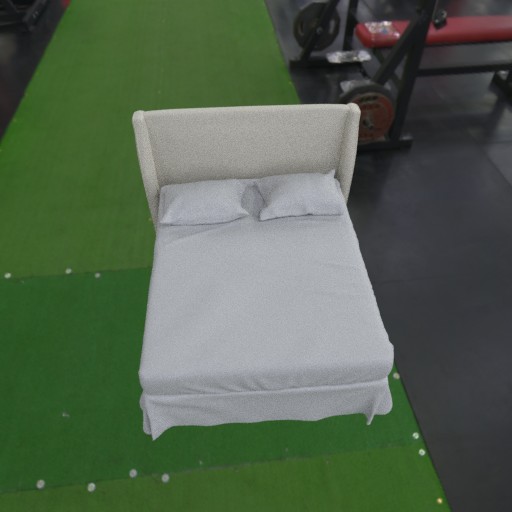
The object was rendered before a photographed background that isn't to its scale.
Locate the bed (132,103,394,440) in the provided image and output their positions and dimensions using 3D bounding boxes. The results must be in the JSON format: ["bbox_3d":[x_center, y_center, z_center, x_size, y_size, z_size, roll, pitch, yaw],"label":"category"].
[{"bbox_3d":[0.000,0.000,3.476,1.925,1.332,2.276,-3,48,-3],"label":"bed"}]
